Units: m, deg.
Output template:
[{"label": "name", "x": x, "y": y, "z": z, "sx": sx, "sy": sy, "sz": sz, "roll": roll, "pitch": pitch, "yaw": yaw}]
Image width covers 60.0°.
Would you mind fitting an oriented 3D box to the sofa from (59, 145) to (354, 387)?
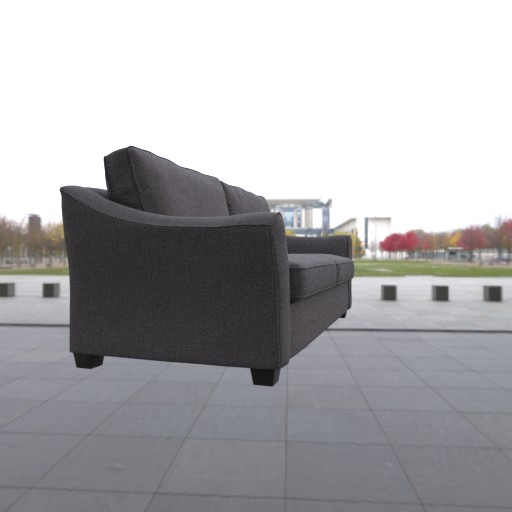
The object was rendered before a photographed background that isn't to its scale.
[{"label": "sofa", "x": 0.000, "y": 0.000, "z": 2.730, "sx": 1.013, "sy": 0.976, "sz": 2.203, "roll": 0, "pitch": 0, "yaw": 19}]
